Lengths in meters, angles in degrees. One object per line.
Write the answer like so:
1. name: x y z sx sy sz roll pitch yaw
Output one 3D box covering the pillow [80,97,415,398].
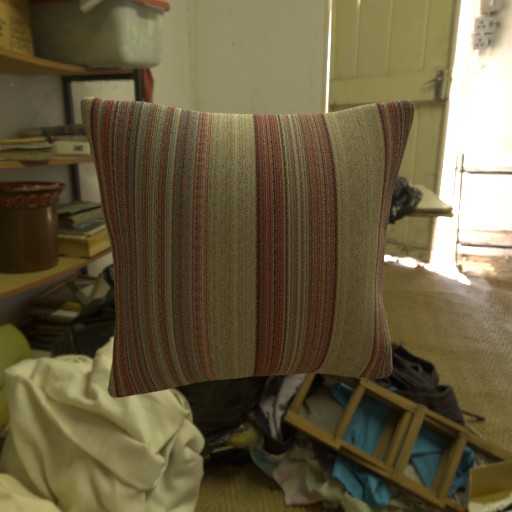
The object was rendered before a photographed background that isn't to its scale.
1. pillow: 0.000 0.000 0.621 0.437 0.419 0.136 -2 16 -8
